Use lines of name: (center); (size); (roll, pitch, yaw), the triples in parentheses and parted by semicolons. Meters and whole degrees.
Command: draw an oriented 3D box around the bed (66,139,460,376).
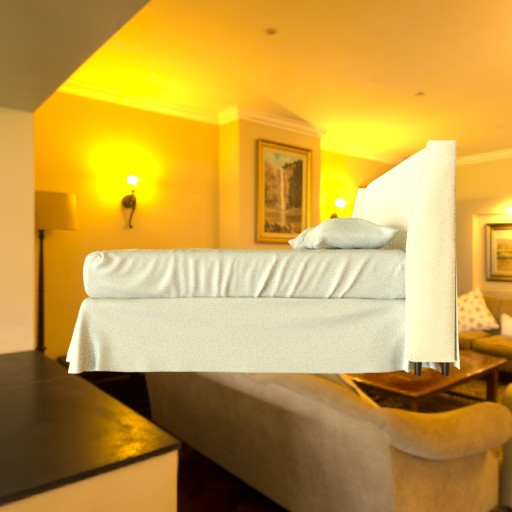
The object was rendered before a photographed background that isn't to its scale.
bed: (0.000, 0.000, 3.397); (2.276, 1.332, 1.925); (0, 0, 1)
